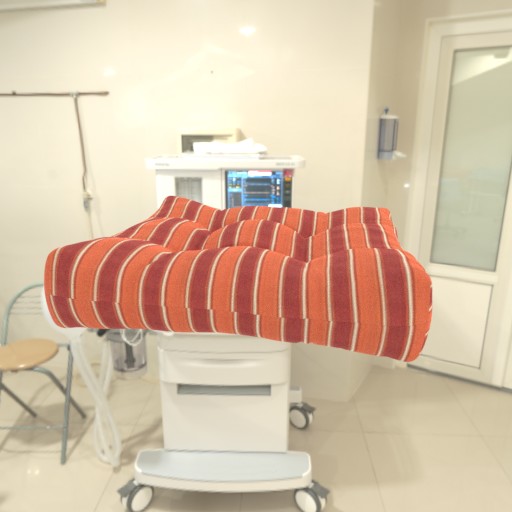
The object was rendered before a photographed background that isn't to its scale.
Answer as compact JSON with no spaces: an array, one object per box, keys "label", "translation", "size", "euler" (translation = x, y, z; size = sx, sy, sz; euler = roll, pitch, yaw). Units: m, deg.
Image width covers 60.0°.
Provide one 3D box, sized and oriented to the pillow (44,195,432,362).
[{"label":"pillow","translation":[0.000,0.000,0.739],"size":[0.490,0.133,0.468],"euler":[3,16,9]}]
